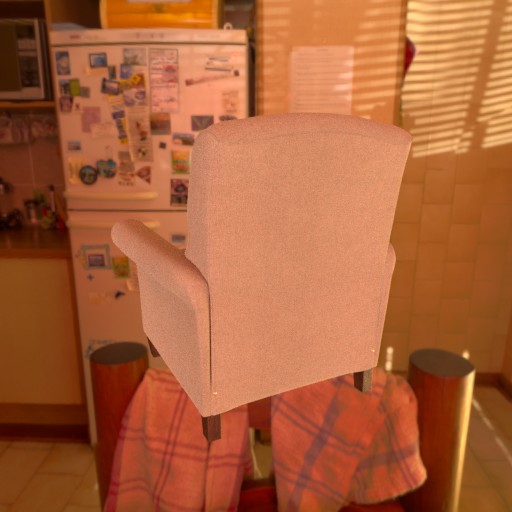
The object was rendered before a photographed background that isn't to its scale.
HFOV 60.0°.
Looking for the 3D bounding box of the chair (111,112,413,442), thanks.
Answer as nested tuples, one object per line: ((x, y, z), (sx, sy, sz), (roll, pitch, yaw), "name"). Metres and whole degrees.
((0.000, 0.000, 1.802), (0.978, 1.061, 0.905), (-7, 16, -27), "chair")
